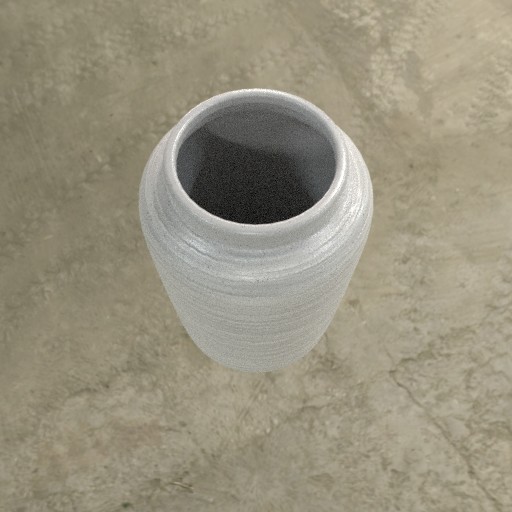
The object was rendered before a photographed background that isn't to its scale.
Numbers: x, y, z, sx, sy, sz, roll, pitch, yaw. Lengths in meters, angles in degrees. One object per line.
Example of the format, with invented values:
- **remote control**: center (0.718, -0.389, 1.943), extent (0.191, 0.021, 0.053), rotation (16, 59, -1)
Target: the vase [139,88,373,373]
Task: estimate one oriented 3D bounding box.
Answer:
- **vase**: center (0.000, 0.000, 0.477), extent (0.202, 0.335, 0.202), rotation (0, 63, 0)
